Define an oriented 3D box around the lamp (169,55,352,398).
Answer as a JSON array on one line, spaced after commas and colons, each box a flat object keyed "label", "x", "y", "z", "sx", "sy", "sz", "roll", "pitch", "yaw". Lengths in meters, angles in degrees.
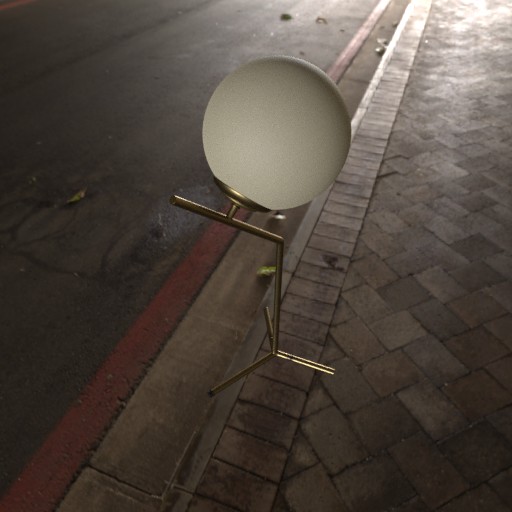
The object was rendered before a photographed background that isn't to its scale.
[{"label": "lamp", "x": 0.000, "y": 0.000, "z": 0.665, "sx": 0.251, "sy": 0.552, "sz": 0.210, "roll": -26, "pitch": 47, "yaw": -28}]
